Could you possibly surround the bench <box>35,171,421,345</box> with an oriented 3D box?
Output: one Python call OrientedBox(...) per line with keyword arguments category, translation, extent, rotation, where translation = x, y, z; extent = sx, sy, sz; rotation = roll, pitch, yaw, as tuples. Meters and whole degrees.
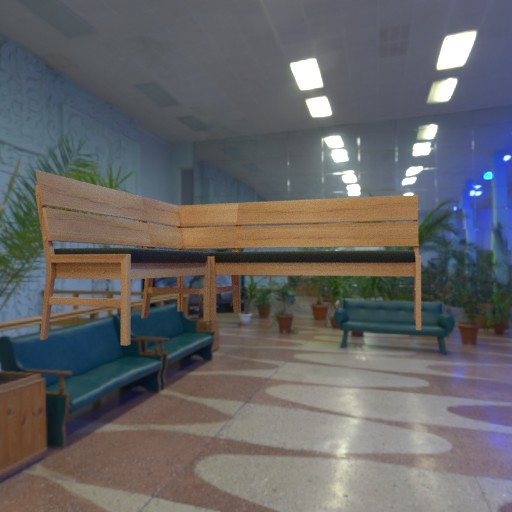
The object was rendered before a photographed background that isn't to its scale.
OrientedBox(category="bench", translation=(0.000, 0.000, 2.765), extent=(1.948, 0.890, 1.548), rotation=(0, -1, 19))
